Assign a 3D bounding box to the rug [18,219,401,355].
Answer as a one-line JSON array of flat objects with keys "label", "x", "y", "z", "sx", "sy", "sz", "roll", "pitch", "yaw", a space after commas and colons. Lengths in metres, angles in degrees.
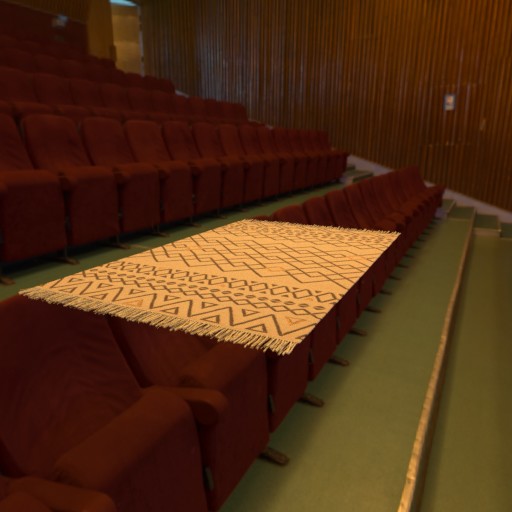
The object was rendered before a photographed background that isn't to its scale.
[{"label": "rug", "x": 0.000, "y": 0.000, "z": 2.439, "sx": 1.224, "sy": 0.028, "sz": 2.023, "roll": 7, "pitch": 16, "yaw": 26}]
